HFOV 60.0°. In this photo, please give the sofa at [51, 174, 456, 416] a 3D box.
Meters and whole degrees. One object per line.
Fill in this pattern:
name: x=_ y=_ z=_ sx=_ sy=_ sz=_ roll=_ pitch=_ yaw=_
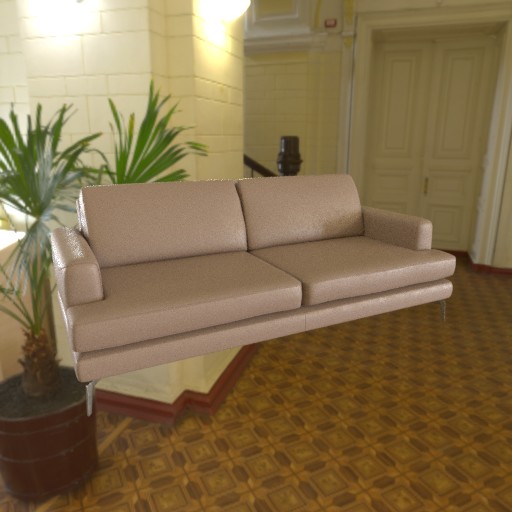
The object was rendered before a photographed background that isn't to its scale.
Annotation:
sofa: x=0.000 y=0.000 z=2.348 sx=1.940 sy=0.765 sz=0.974 roll=-8 pitch=17 yaw=-26
